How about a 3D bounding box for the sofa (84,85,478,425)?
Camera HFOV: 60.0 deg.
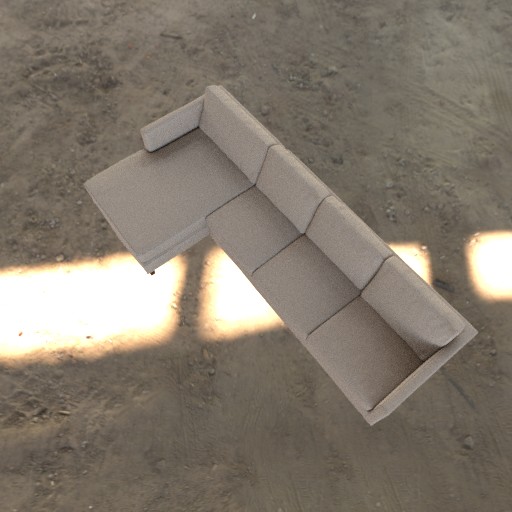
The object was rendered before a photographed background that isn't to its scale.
[{"bbox_3d":[0.000,0.000,3.759,1.625,0.846,3.186,-35,68,-16],"label":"sofa"}]
